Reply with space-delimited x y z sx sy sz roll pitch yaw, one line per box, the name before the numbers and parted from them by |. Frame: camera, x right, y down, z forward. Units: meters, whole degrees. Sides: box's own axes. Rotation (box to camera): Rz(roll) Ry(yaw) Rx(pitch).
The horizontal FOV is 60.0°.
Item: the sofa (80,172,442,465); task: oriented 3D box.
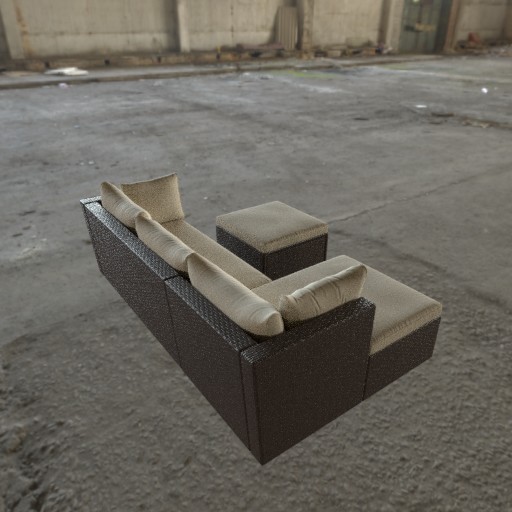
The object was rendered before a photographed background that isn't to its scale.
sofa | 0.000 0.000 2.988 1.612 0.766 2.192 -18 33 -31
